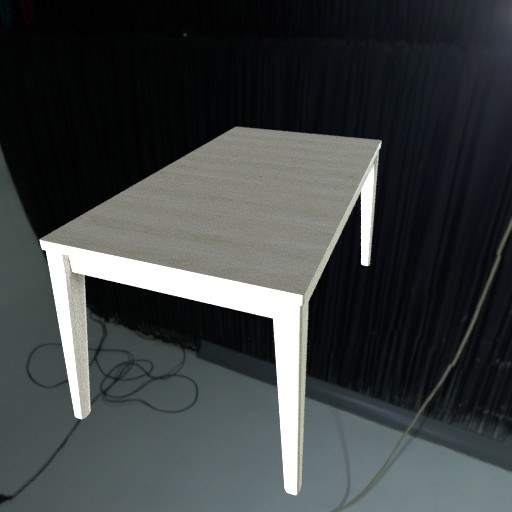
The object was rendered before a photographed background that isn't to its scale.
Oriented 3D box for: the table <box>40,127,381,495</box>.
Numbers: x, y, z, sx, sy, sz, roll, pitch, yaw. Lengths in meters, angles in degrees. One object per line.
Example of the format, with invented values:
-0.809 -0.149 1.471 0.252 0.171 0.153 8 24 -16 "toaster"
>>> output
0.000 0.000 2.037 0.900 0.760 1.600 11 31 18 "table"
